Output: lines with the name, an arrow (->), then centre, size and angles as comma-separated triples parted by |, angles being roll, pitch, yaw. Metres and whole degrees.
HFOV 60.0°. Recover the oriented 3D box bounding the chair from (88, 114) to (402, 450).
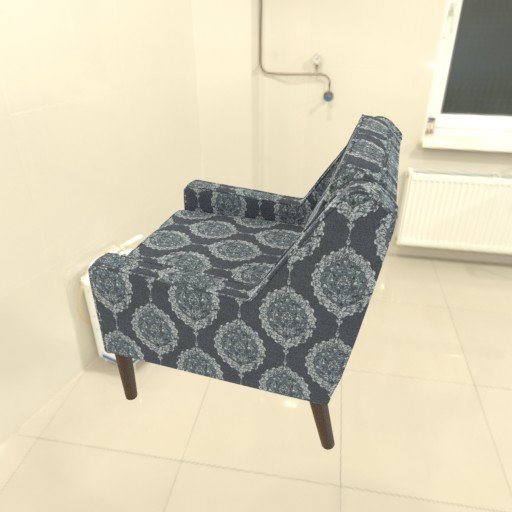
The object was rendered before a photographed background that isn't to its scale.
chair -> 0.000, 0.000, 1.342 | 0.743, 0.792, 0.663 | 9, 31, 14
